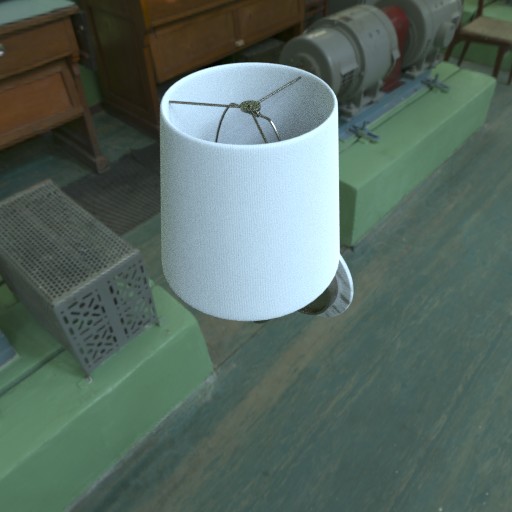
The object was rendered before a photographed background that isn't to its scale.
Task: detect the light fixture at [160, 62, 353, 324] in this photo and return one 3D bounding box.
[{"bbox_3d":[0.000,0.000,0.444,0.168,0.337,0.188,32,54,27],"label":"light fixture"}]
